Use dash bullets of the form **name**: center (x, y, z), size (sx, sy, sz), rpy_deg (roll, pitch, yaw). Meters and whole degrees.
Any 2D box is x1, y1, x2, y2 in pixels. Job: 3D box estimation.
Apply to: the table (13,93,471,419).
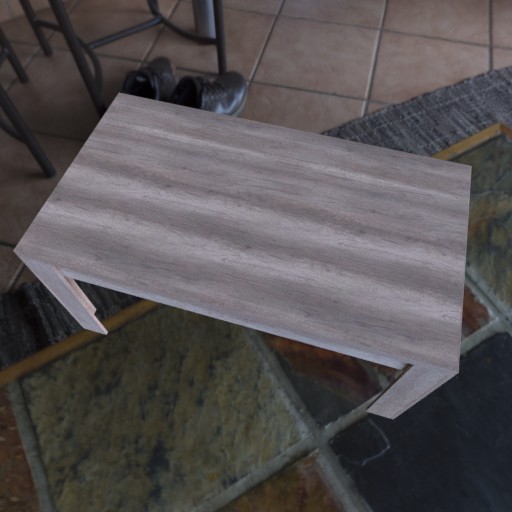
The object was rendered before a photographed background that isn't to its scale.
- **table**: center (0.000, 0.000, 2.070), size (1.600, 0.775, 0.900), rpy_deg (14, 61, 8)
